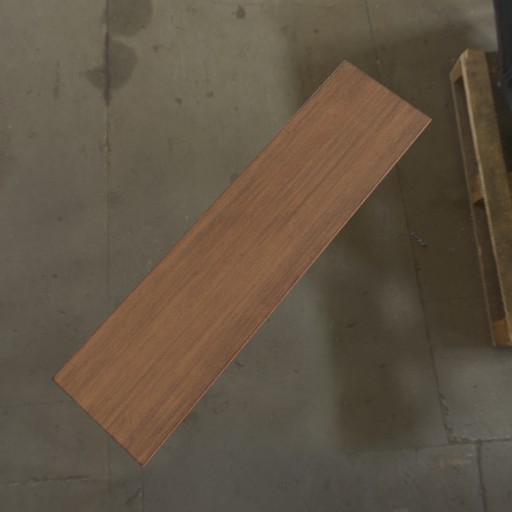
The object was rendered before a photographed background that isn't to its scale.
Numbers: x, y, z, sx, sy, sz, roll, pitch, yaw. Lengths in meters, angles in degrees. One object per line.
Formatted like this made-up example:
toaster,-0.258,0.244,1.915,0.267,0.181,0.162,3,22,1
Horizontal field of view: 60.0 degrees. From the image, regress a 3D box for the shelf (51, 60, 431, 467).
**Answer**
shelf,0.000,0.000,0.718,0.166,0.190,0.636,39,79,9
